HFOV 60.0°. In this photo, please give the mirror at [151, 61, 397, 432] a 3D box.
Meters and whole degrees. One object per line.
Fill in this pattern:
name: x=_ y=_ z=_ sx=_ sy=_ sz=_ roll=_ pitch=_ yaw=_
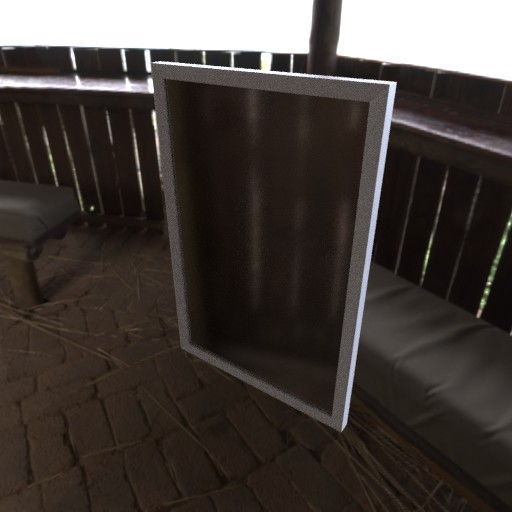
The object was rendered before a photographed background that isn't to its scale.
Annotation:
mirror: x=0.000 y=0.000 z=1.179 sx=0.609 sy=0.914 sz=0.041 roll=19 pitch=35 yaw=30
